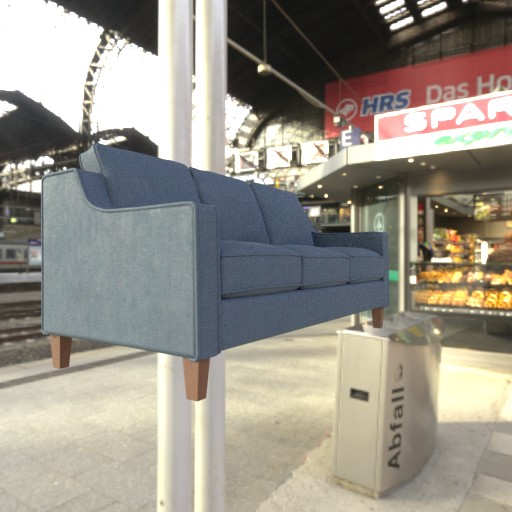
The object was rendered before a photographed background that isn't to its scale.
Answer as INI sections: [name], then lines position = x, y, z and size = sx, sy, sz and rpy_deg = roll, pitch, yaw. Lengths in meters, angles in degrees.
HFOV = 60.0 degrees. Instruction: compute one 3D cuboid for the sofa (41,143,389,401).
[sofa]
position = 0.000, 0.000, 2.479
size = 0.911, 0.974, 1.986
rpy_deg = 0, 0, 34
